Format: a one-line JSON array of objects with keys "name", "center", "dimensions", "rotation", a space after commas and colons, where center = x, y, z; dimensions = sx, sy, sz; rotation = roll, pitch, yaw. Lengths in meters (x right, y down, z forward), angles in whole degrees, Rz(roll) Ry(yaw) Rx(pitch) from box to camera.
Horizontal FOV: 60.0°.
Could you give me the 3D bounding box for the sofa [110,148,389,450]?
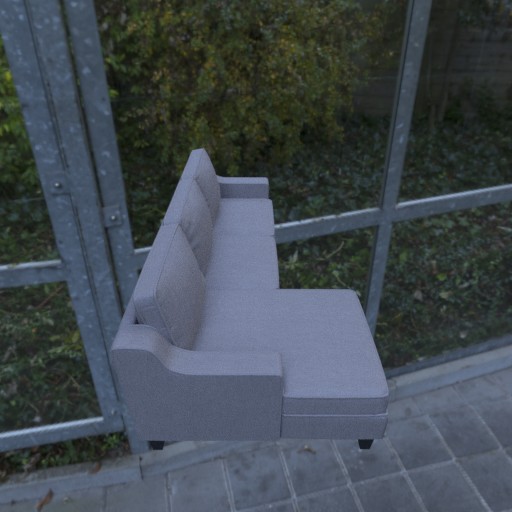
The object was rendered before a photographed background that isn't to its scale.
[{"name": "sofa", "center": [0.000, 0.000, 3.160], "dimensions": [1.294, 0.928, 2.561], "rotation": [0, 30, 0]}]
